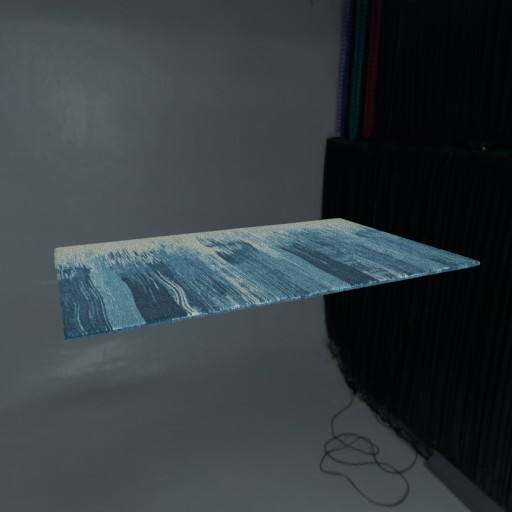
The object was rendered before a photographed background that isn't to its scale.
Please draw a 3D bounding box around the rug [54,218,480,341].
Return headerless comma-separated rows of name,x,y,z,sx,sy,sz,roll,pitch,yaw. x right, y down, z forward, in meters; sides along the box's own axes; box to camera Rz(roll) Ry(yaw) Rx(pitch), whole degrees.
rug,0.000,0.000,2.966,2.450,0.027,1.540,-8,18,-24
